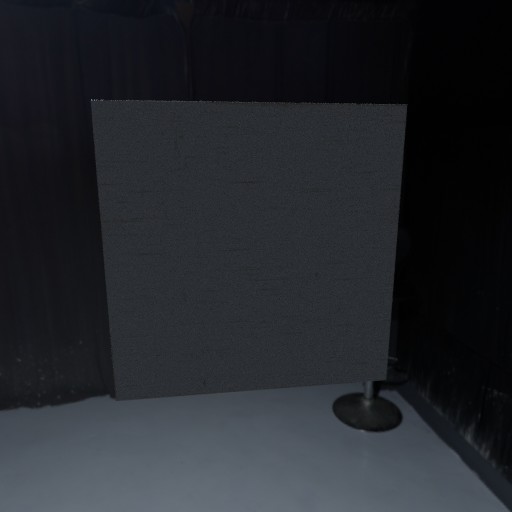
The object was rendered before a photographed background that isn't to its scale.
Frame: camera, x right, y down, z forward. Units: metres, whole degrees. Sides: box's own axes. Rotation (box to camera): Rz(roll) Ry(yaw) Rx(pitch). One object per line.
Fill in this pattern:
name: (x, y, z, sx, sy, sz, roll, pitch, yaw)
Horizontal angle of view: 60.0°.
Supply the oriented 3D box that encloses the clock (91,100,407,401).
clock: (0.000, 0.000, 1.077, 0.705, 0.705, 0.032, -2, 14, -8)
